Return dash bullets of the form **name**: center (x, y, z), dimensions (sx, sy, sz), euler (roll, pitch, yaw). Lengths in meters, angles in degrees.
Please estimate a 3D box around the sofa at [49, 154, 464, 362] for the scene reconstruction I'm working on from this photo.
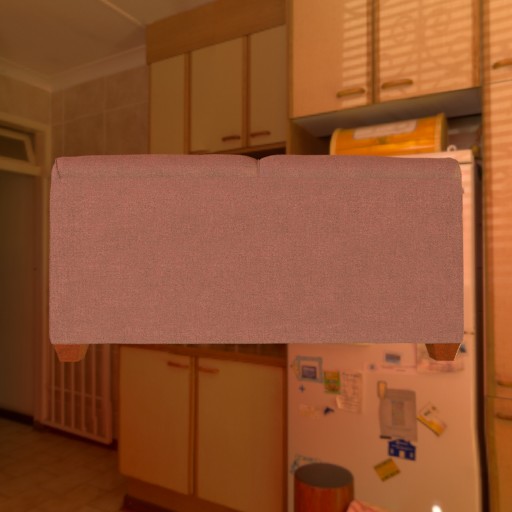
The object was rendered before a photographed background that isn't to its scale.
- **sofa**: center (0.000, 0.000, 2.436), dimensions (1.846, 0.958, 1.000), euler (0, -1, -1)
